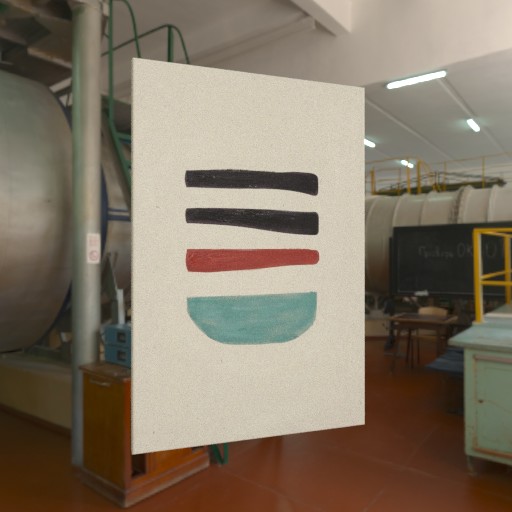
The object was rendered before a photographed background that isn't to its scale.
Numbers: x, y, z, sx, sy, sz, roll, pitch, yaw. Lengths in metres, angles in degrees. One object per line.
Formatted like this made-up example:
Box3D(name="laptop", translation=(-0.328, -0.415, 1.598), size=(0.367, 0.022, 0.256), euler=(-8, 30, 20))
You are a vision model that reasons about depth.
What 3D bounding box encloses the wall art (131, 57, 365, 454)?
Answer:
Box3D(name="wall art", translation=(0.000, 0.000, 1.123), size=(0.607, 0.912, 0.038), euler=(0, 0, -18))
